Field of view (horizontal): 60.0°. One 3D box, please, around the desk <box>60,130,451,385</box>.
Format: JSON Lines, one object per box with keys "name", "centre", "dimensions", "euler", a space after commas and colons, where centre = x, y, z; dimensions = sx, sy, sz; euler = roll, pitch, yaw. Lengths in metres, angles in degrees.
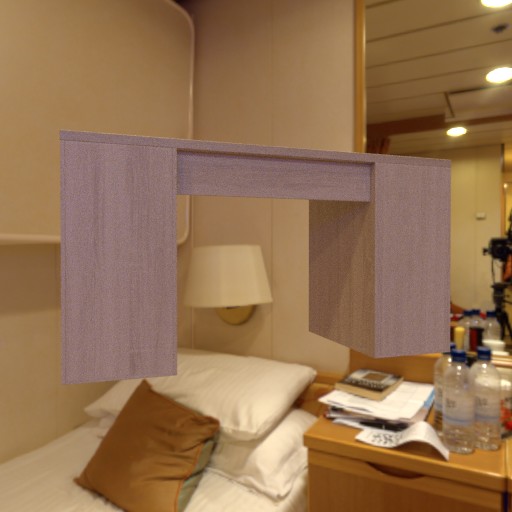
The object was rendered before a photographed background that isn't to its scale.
{"name": "desk", "centre": [0.000, 0.000, 1.780], "dimensions": [1.390, 0.740, 0.600], "euler": [0, 1, -18]}
